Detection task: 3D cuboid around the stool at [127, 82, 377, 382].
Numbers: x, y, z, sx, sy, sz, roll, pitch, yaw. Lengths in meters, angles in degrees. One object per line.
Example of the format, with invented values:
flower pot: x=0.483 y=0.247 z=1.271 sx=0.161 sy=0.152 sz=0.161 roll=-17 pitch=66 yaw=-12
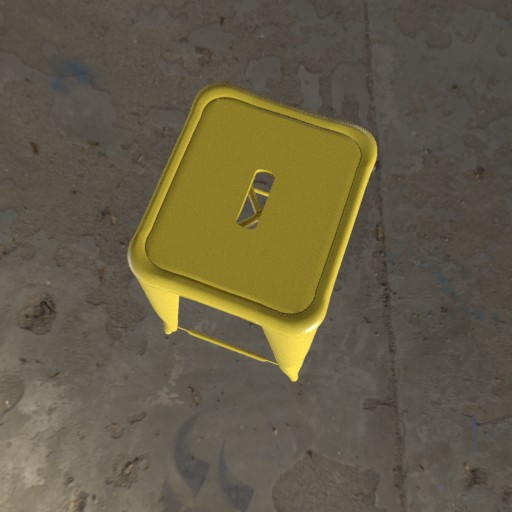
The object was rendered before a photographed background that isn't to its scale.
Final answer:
stool: x=0.000 y=0.000 z=0.852 sx=0.359 sy=0.609 sz=0.399 roll=19 pitch=77 yaw=5
